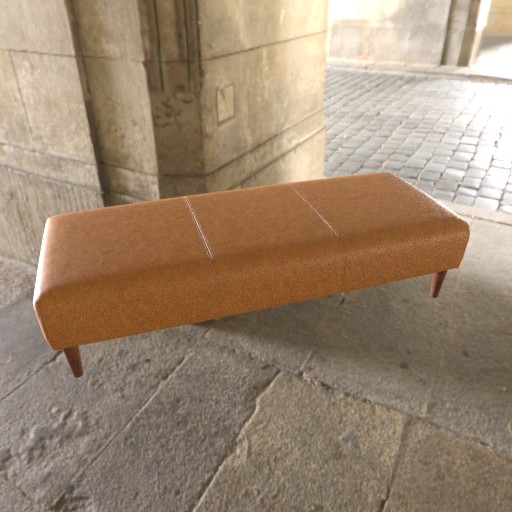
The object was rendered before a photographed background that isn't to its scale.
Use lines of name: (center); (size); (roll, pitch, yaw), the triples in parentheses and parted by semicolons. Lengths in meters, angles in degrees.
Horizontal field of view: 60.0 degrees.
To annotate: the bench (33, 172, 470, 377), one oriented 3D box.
bench: (0.000, 0.000, 1.859); (1.610, 0.399, 0.653); (-10, 33, -15)
